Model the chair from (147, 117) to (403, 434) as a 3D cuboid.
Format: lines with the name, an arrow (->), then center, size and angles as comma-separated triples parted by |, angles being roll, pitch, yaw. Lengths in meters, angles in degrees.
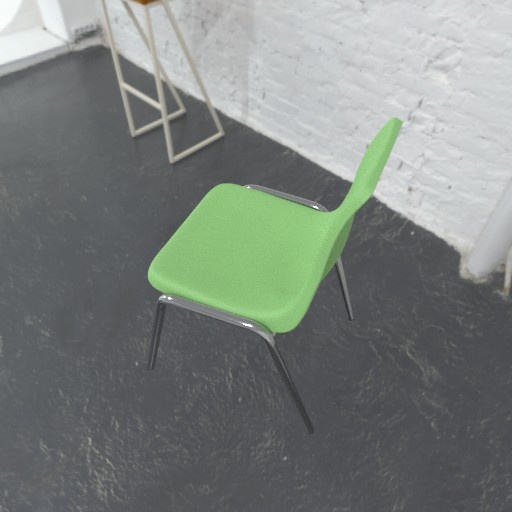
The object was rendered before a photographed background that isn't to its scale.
chair -> 0.000, 0.000, 0.929 | 0.436, 0.653, 0.381 | 18, 50, 16
